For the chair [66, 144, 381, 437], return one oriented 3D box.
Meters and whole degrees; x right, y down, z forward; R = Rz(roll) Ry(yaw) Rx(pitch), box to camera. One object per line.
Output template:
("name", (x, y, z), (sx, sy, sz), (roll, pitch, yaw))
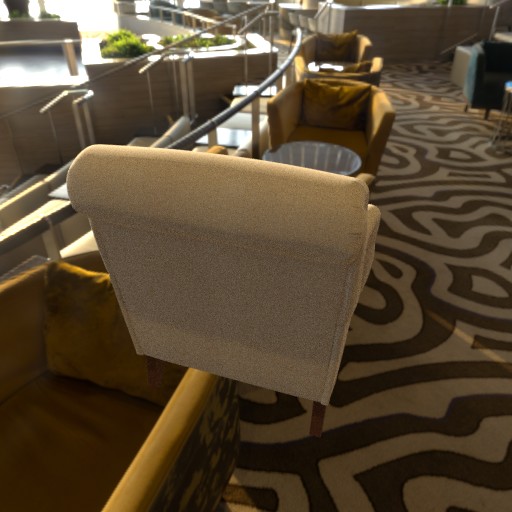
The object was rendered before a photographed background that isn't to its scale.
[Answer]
("chair", (0.000, 0.000, 1.532), (0.766, 0.944, 0.842), (11, 35, 16))
